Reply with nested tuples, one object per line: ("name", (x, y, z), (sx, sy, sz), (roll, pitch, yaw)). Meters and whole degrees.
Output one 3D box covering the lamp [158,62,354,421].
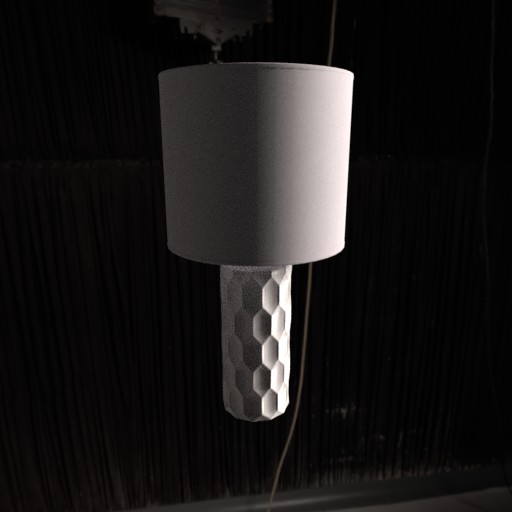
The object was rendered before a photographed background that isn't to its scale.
("lamp", (0.000, 0.000, 0.712), (0.277, 0.537, 0.277), (-3, 16, -9))
